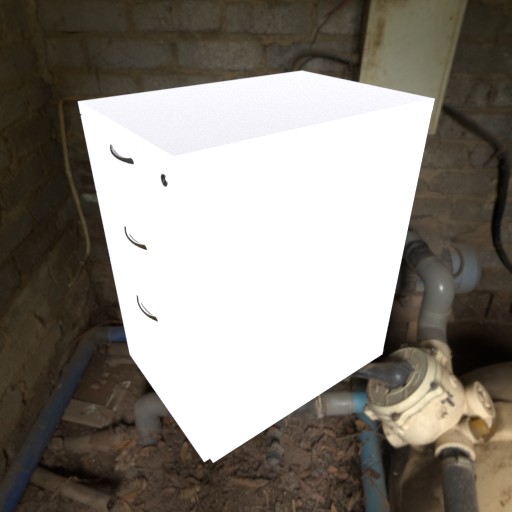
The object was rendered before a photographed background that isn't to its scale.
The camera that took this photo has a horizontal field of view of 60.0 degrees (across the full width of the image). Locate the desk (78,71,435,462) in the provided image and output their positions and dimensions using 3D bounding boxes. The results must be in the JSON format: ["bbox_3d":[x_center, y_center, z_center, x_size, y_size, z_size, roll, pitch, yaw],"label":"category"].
[{"bbox_3d":[0.000,0.000,1.075,0.600,0.730,0.404,-21,38,-30],"label":"desk"}]
